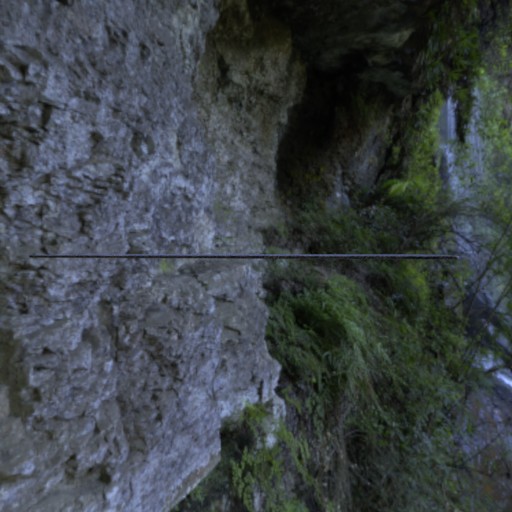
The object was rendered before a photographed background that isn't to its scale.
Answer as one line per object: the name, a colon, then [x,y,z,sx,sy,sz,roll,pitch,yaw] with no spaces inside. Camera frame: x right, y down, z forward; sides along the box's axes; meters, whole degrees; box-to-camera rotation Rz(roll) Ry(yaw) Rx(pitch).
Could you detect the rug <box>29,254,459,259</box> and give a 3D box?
rug: [0.000,0.000,2.213,1.752,0.013,1.158,0,0,19]
